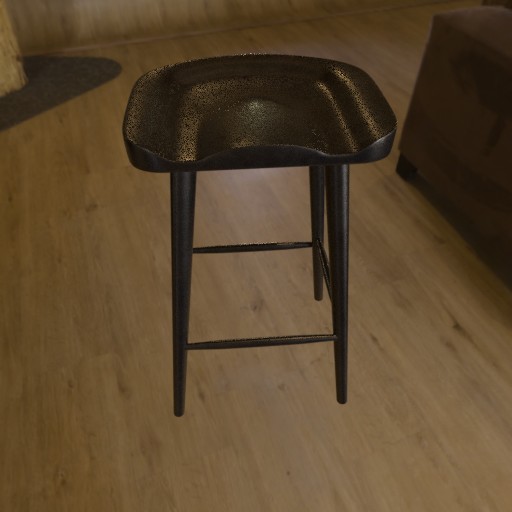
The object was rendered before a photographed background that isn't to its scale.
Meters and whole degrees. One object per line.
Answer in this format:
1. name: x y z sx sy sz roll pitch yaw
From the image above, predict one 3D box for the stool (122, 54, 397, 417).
1. stool: 0.000 0.000 0.973 0.440 0.749 0.361 -3 46 -3
